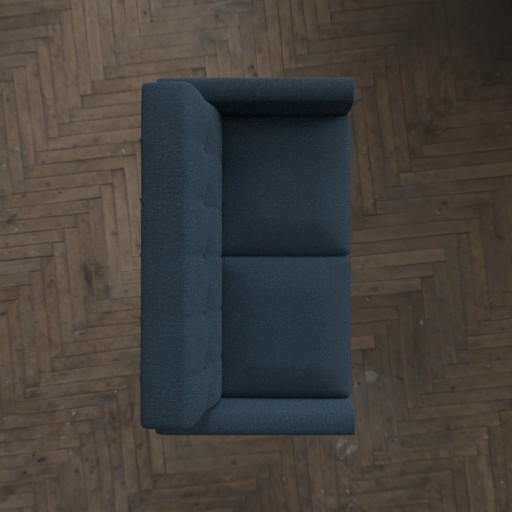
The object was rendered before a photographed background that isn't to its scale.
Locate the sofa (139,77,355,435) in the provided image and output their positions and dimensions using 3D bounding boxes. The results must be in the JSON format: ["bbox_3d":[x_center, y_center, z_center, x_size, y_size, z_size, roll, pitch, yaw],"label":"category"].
[{"bbox_3d":[0.000,0.000,2.181,0.942,0.896,1.651,0,89,1],"label":"sofa"}]
